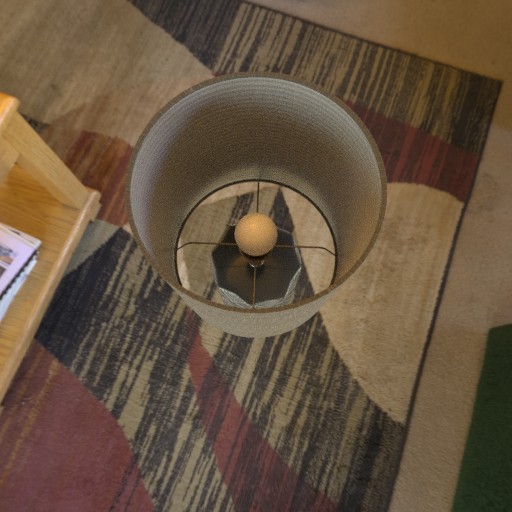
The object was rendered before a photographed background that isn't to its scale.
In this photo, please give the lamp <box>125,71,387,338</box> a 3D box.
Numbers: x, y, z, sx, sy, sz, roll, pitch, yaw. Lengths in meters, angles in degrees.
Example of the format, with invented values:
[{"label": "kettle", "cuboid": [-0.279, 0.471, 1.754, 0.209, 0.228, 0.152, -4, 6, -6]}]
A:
[{"label": "lamp", "cuboid": [0.000, 0.000, 0.727, 0.269, 0.566, 0.268, 2, 75, 1]}]
